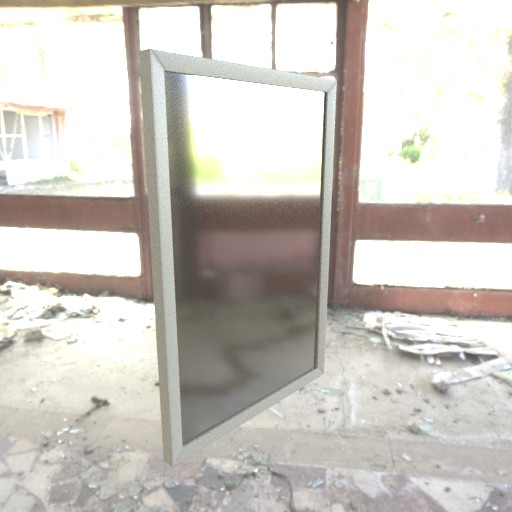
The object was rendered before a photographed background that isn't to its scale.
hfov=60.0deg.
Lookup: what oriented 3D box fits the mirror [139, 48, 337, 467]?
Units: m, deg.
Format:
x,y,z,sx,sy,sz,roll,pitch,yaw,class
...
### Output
x,y,z,sx,sy,sz,roll,pitch,yaw,class
0.000,0.000,1.159,0.041,0.914,0.609,14,20,42,mirror
